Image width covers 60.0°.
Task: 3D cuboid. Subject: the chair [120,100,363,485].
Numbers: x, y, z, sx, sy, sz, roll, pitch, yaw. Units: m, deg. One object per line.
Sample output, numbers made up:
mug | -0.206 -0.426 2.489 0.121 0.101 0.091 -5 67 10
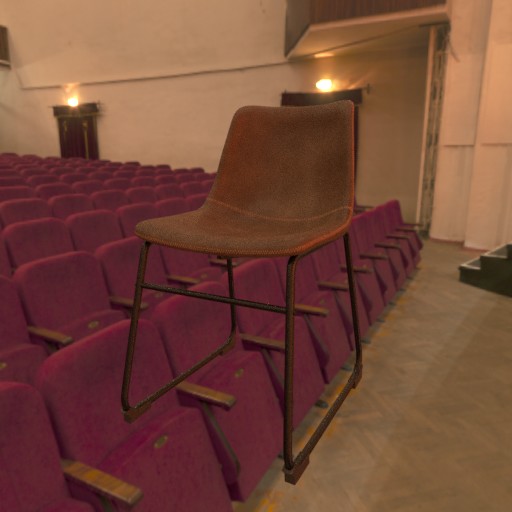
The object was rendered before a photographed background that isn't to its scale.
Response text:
chair | 0.000 0.000 1.123 0.460 0.780 0.551 7 15 27
